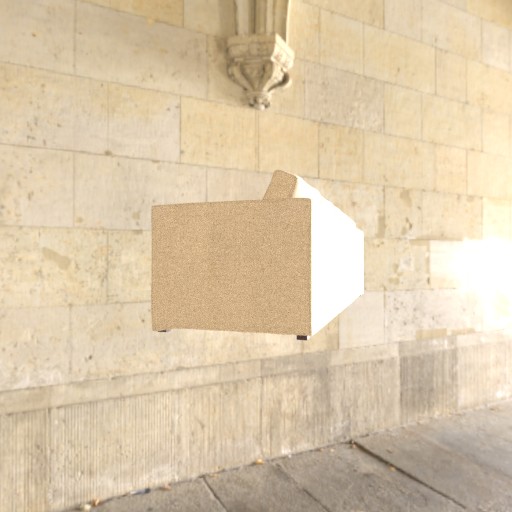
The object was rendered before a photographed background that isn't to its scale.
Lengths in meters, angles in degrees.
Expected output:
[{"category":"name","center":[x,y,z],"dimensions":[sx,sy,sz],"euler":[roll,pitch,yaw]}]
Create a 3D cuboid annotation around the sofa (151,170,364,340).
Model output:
[{"category":"sofa","center":[0.000,0.000,3.987],"dimensions":[1.650,0.922,3.205],"euler":[0,0,18]}]
